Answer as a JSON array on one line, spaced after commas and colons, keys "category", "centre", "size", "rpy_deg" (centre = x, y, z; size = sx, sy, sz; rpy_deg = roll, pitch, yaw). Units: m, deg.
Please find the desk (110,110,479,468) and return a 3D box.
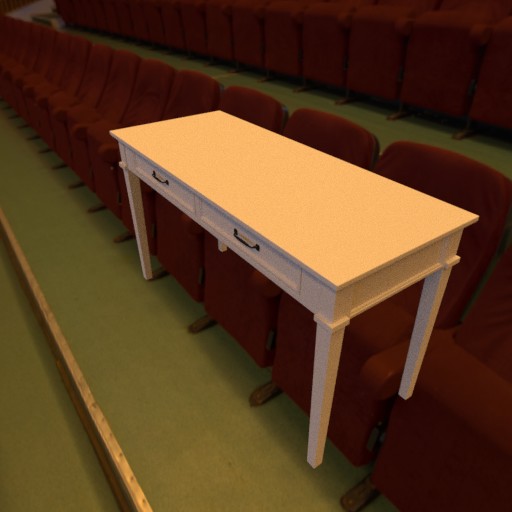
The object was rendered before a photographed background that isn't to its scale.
[{"category": "desk", "centre": [0.000, 0.000, 1.786], "size": [0.559, 0.774, 1.372], "rpy_deg": [-22, 39, -30]}]
